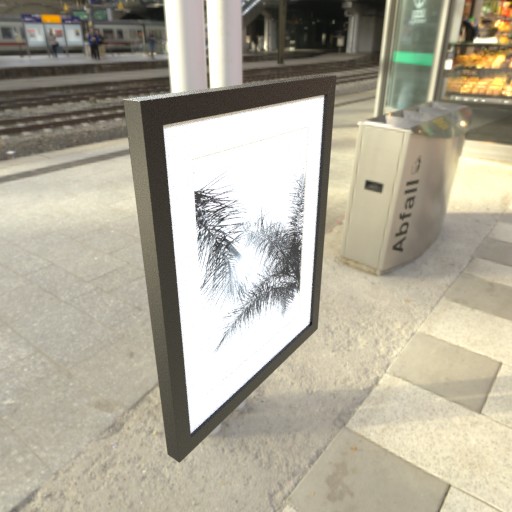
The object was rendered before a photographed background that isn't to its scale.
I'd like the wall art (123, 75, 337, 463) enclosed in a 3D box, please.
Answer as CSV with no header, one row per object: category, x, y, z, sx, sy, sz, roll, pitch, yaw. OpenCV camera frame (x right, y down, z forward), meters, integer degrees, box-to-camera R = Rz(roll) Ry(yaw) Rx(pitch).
wall art,0.000,0.000,0.768,0.028,0.557,0.457,18,31,32
